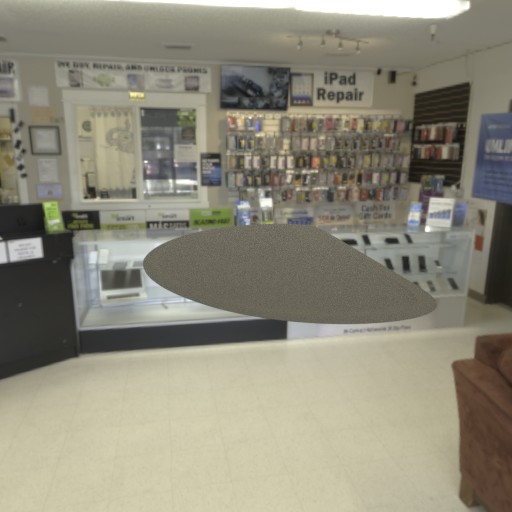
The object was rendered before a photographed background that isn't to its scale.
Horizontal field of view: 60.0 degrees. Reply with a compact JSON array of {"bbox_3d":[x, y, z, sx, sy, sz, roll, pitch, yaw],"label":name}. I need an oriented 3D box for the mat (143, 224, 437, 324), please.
[{"bbox_3d":[0.000,0.000,1.845,0.913,0.013,1.524,-2,14,-9],"label":"mat"}]
